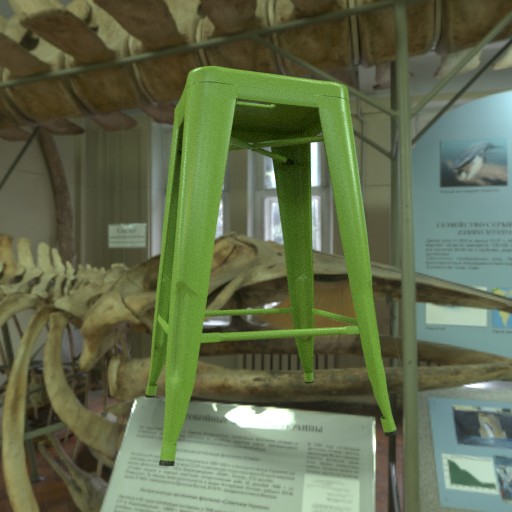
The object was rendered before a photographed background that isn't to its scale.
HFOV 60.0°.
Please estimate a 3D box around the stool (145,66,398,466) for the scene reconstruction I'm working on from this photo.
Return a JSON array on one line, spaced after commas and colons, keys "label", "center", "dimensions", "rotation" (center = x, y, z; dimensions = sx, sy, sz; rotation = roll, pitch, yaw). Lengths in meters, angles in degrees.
[{"label": "stool", "center": [0.000, 0.000, 0.859], "dimensions": [0.398, 0.609, 0.358], "rotation": [0, -1, -17]}]
